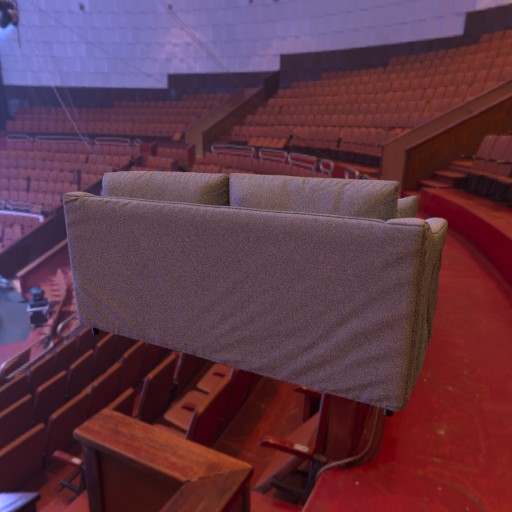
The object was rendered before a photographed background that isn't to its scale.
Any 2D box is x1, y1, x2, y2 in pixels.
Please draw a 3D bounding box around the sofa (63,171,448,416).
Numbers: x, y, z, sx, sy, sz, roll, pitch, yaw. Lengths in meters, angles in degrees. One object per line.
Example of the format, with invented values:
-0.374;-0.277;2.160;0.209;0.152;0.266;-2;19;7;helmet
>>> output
0.000;0.000;2.645;2.010;1.018;1.072;8;17;27;sofa
